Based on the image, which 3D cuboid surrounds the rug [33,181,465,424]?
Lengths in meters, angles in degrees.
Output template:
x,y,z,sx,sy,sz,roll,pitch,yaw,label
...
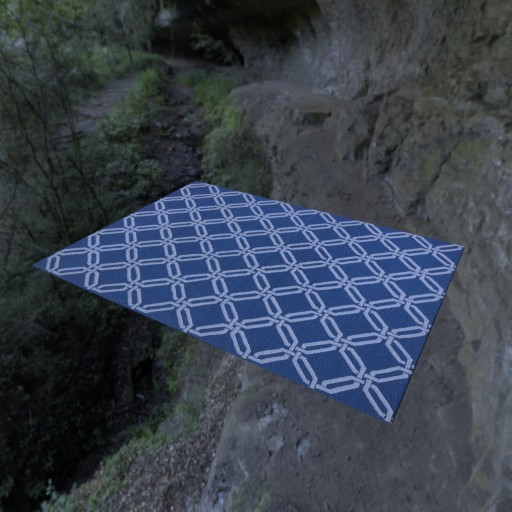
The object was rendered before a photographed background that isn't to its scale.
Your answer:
x,y,z,sx,sy,sz,roll,pitch,yaw,label
0.000,0.000,4.226,3.342,0.018,2.432,18,35,26,rug
